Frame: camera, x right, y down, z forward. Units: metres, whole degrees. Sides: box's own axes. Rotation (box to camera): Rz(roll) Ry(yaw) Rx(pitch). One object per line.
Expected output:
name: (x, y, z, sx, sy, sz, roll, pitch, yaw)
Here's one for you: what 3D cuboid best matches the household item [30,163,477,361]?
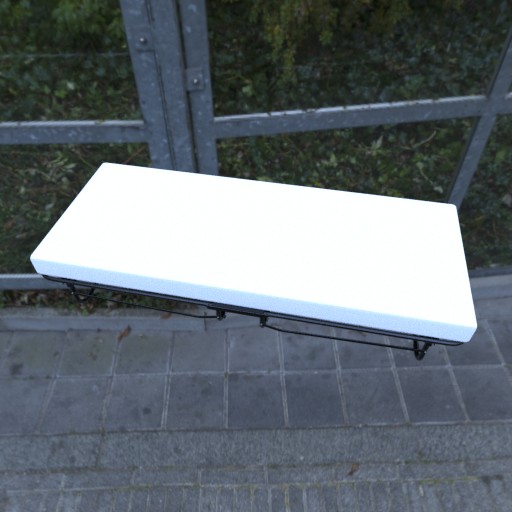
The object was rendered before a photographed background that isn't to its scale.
household item: (0.000, 0.000, 2.166, 1.905, 0.356, 0.787, 8, 46, 8)
